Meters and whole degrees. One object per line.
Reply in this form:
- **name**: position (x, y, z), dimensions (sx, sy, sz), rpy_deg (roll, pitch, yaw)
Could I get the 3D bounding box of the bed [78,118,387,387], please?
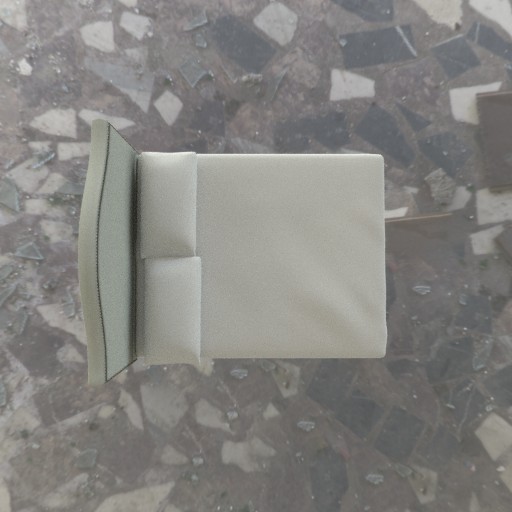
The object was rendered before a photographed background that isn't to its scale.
- **bed**: position (0.000, 0.000, 3.461), dimensions (2.180, 1.607, 1.813), rpy_deg (0, 88, 0)
